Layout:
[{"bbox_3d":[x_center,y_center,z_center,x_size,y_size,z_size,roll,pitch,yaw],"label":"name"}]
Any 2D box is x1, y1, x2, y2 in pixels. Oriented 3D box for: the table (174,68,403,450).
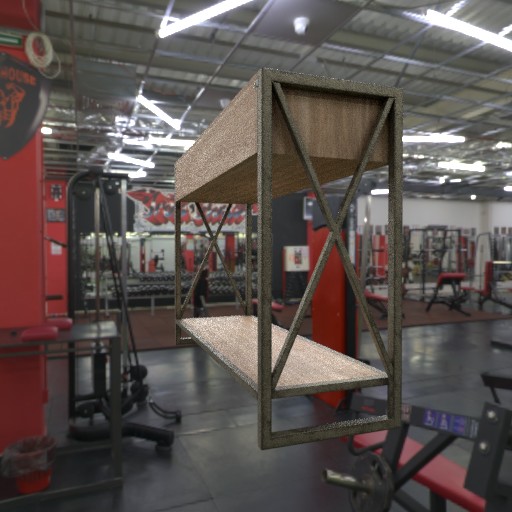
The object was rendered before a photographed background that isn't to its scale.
[{"bbox_3d":[0.000,0.000,1.440,0.361,0.763,1.059,0,1,-20],"label":"table"}]
